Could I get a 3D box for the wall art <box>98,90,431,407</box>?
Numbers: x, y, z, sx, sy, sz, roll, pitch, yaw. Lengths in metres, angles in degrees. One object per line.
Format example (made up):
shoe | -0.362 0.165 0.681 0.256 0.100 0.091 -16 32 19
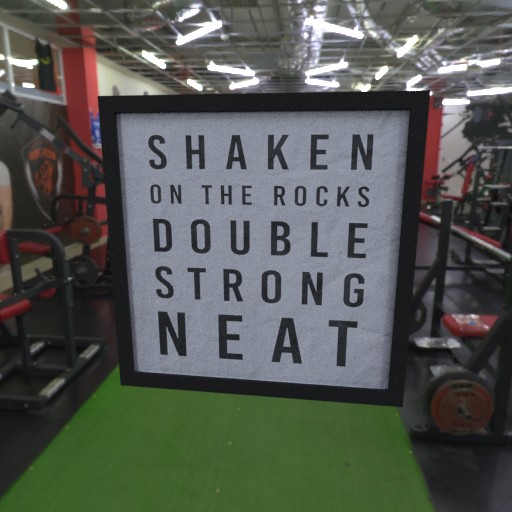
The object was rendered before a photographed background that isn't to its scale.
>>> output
wall art | 0.000 0.000 0.662 0.456 0.458 0.013 2 14 8
